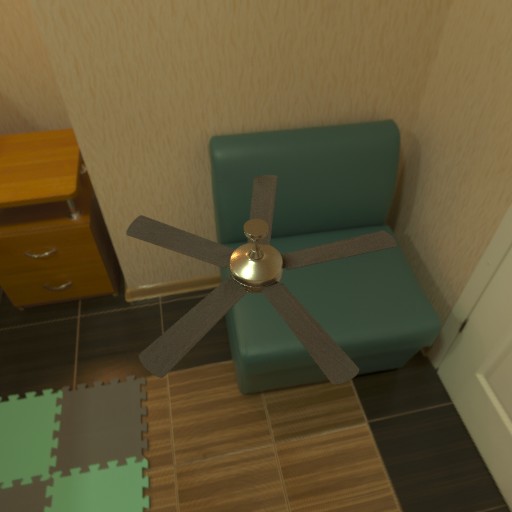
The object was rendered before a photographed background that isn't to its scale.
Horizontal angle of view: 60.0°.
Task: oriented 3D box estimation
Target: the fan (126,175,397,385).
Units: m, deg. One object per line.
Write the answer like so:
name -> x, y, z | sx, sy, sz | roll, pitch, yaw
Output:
fan -> 0.000, 0.000, 2.003 | 1.321, 0.356, 1.321 | -33, 55, -26
